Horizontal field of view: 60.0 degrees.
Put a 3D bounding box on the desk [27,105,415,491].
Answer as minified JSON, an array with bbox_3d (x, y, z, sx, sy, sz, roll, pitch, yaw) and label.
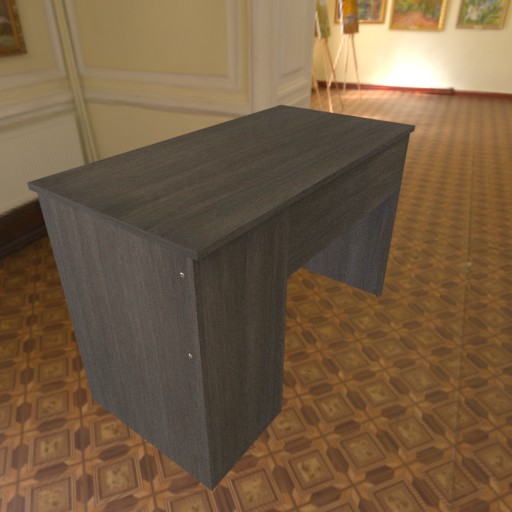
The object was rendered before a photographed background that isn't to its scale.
[{"bbox_3d":[0.000,0.000,1.486,0.560,0.730,1.096,21,36,31],"label":"desk"}]
